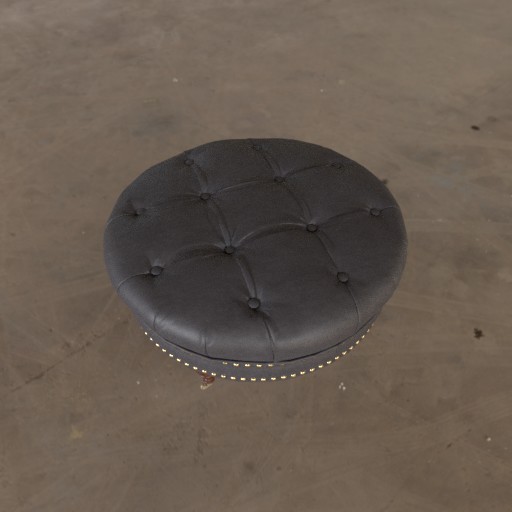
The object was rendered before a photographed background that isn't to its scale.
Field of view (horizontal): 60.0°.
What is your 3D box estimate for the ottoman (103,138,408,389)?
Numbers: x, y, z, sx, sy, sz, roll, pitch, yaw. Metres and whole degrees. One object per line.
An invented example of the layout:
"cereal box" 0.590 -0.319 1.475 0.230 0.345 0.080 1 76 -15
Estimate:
"ottoman" 0.000 0.000 1.449 0.901 0.439 0.901 0 47 0
